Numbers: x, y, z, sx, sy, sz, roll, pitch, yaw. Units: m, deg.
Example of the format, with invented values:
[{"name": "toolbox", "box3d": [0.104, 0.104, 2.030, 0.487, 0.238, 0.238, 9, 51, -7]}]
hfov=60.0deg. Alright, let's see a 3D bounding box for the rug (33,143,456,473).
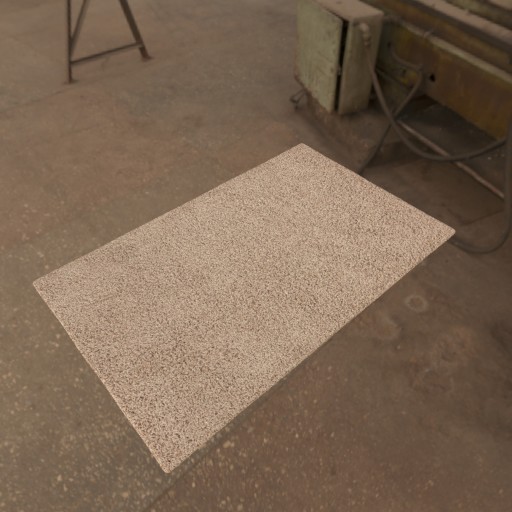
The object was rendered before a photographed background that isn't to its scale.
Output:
[{"name": "rug", "box3d": [0.000, 0.000, 2.968, 2.438, 0.030, 1.524, -33, 54, -27]}]
